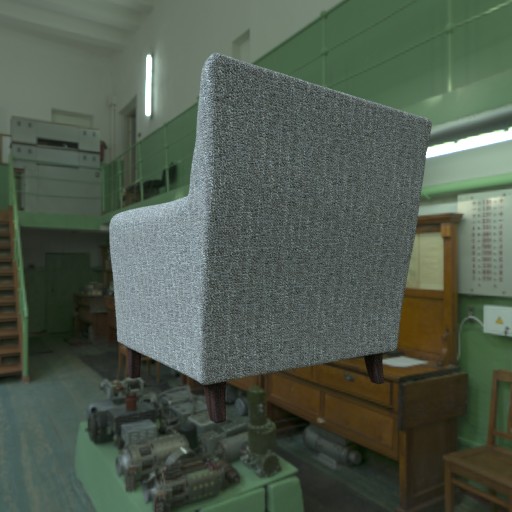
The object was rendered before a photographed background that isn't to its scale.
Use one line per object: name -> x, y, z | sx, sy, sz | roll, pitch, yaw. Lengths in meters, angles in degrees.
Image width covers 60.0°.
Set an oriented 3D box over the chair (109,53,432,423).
chair -> 0.000, 0.000, 1.604 | 0.864, 0.928, 0.873 | 1, -1, -35
